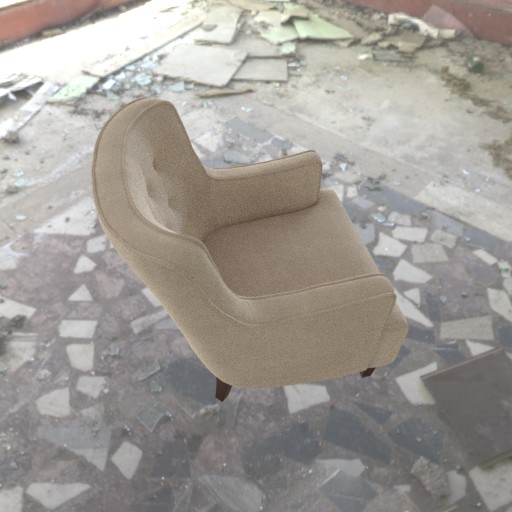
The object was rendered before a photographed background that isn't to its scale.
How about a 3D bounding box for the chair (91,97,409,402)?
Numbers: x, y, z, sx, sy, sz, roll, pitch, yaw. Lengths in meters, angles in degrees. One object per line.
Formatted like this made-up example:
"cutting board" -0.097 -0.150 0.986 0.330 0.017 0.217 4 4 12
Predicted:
"chair" 0.000 0.000 1.584 0.910 0.920 0.781 -10 48 -9
